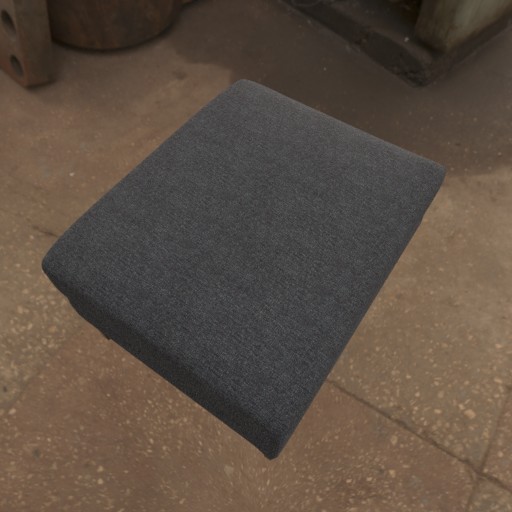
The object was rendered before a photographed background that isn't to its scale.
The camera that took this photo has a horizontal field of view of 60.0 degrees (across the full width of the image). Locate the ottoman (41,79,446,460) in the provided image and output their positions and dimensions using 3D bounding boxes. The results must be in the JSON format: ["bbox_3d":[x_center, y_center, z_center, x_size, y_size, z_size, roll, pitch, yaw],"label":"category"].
[{"bbox_3d":[0.000,0.000,1.276,0.695,0.533,0.831,31,64,17],"label":"ottoman"}]
